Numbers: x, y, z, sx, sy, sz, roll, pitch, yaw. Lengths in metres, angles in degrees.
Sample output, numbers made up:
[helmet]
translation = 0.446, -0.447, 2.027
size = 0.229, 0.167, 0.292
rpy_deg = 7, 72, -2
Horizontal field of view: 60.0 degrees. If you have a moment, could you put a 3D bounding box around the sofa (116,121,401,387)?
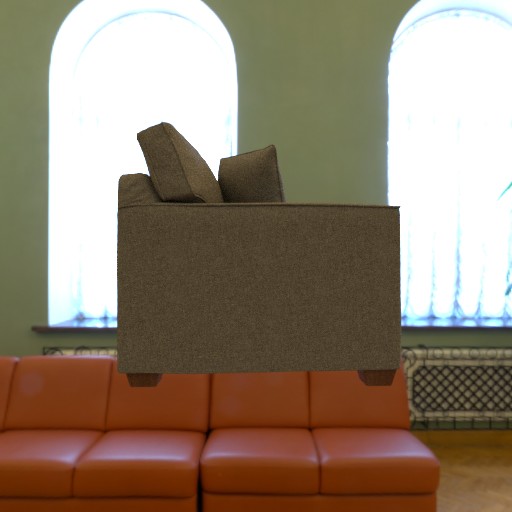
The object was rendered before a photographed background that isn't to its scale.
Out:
[sofa]
translation = 0.000, 0.000, 2.513
size = 1.034, 0.946, 1.963
rpy_deg = 0, -1, -2
